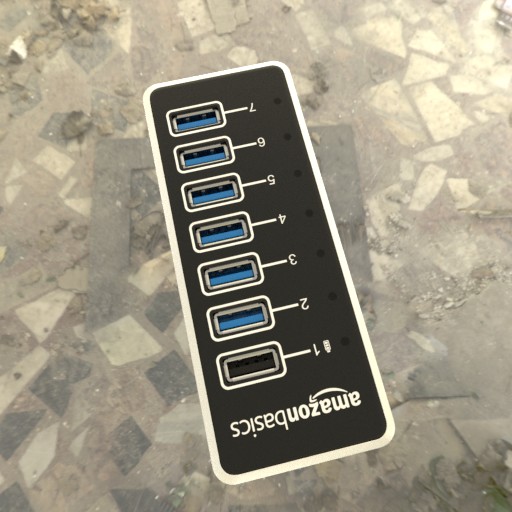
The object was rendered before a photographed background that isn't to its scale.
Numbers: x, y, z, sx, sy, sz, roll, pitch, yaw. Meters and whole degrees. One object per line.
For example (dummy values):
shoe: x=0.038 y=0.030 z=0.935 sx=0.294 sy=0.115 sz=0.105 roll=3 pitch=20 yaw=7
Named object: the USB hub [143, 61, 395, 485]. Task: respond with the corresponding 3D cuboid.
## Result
USB hub: x=0.000 y=0.000 z=0.127 sx=0.044 sy=0.023 sz=0.110 roll=-13 pitch=75 yaw=-3
